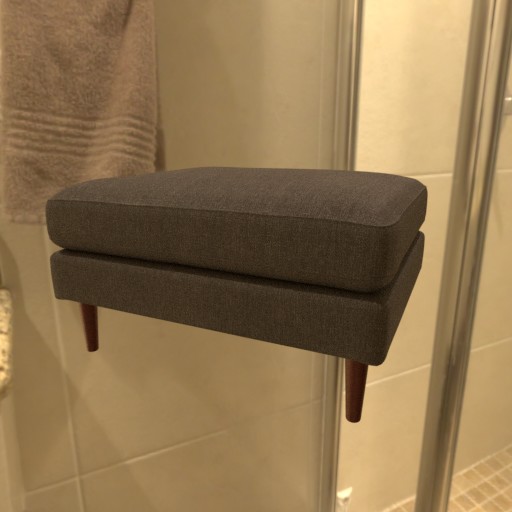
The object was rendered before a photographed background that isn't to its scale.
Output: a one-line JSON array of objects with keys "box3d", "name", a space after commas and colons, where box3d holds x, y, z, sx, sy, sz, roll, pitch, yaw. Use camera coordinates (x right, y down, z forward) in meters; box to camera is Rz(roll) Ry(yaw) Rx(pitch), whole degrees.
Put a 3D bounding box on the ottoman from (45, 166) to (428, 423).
[{"box3d": [0.000, 0.000, 1.227, 0.821, 0.474, 0.693, 7, 17, 24], "name": "ottoman"}]
